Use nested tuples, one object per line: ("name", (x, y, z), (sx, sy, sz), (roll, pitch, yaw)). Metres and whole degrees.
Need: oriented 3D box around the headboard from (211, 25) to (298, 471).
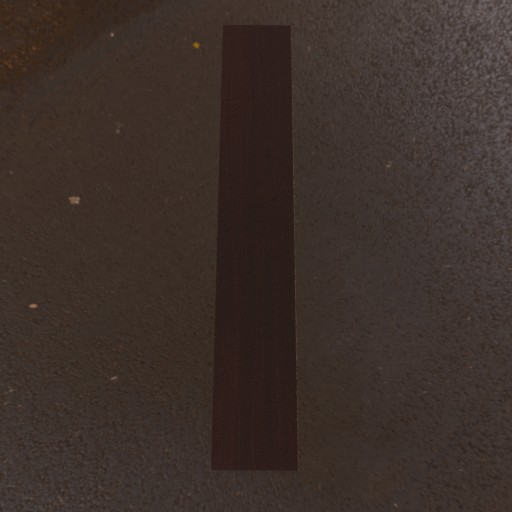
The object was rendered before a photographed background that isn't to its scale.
("headboard", (0.000, 0.000, 2.138), (0.279, 1.092, 1.671), (0, 76, 0))
